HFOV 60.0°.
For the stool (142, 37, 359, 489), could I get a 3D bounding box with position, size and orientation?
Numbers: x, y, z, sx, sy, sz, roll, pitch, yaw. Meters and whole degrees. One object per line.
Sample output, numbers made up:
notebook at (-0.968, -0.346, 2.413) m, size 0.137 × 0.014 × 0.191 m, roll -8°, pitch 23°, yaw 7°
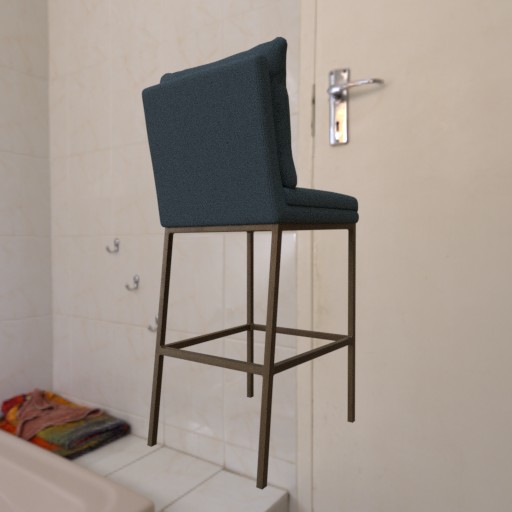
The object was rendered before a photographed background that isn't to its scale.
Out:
stool at (0.000, 0.000, 1.405) m, size 0.463 × 1.124 × 0.568 m, roll 1°, pitch 1°, yaw 36°
